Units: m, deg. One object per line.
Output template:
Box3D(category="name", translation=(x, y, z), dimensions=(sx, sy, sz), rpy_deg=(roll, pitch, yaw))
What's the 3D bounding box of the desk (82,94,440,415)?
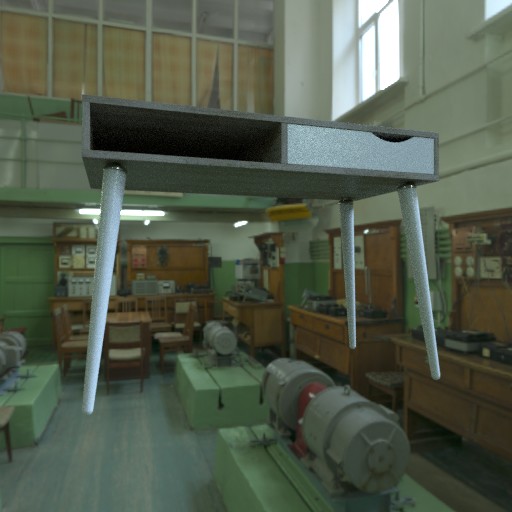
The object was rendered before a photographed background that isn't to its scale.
Box3D(category="desk", translation=(0.000, 0.000, 1.371), dimensions=(0.979, 0.723, 0.491), rpy_deg=(0, 0, -18))
